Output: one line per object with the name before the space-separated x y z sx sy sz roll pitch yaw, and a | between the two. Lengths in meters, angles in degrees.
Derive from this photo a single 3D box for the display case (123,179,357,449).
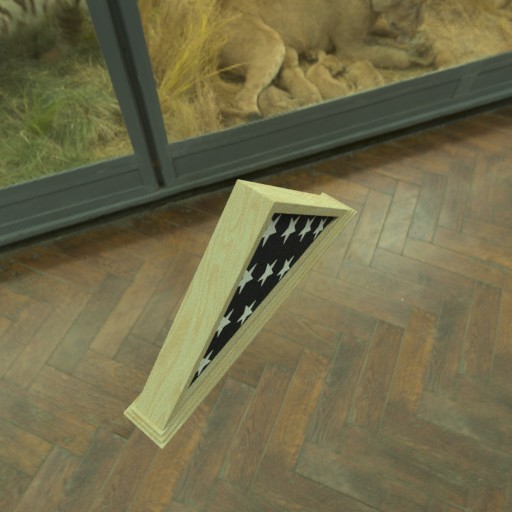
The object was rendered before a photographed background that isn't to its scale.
display case | 0.000 0.000 0.760 0.095 0.340 0.640 33 63 19
